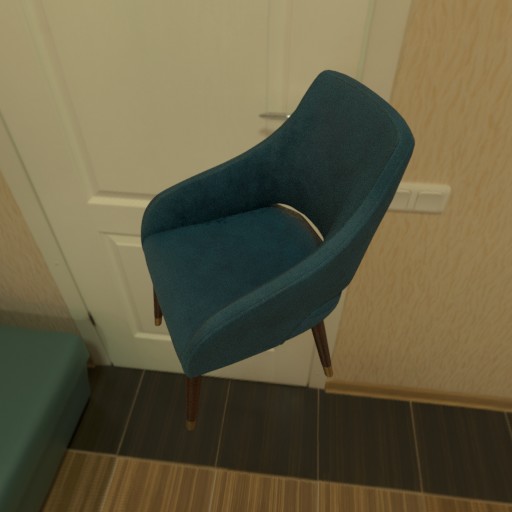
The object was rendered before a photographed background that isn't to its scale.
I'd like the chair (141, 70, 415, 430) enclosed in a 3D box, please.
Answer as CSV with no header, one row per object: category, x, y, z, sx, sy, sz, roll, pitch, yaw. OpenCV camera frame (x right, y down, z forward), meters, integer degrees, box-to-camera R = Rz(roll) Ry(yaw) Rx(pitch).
chair,0.000,0.000,1.596,0.794,1.081,0.683,-16,48,-16
